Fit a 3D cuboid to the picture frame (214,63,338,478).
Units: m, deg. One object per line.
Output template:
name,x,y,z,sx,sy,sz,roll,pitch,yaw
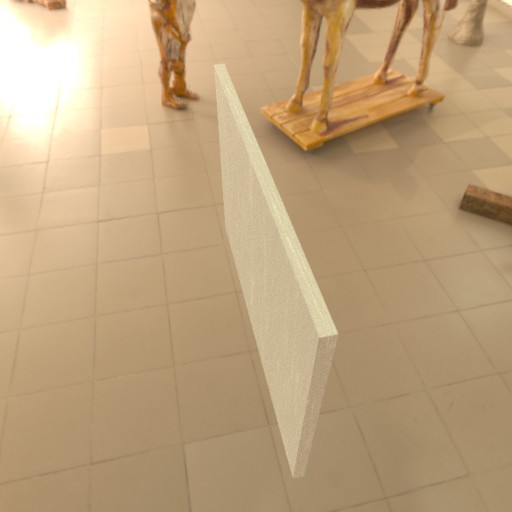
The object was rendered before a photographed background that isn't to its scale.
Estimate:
picture frame,0.000,0.000,1.199,0.029,0.640,0.950,-10,47,-9
